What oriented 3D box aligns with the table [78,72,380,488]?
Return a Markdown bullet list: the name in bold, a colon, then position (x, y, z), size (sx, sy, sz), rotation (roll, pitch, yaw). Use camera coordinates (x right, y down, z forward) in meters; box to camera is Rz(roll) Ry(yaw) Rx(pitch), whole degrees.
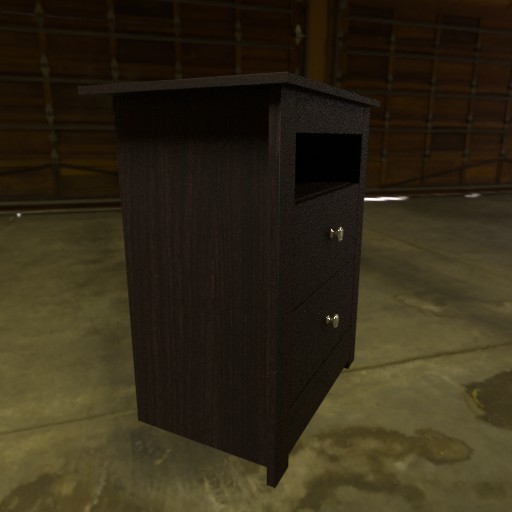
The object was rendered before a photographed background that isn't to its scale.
- **table**: position (0.000, 0.000, 1.040), size (0.406, 0.711, 0.591), rotation (8, 17, 26)
